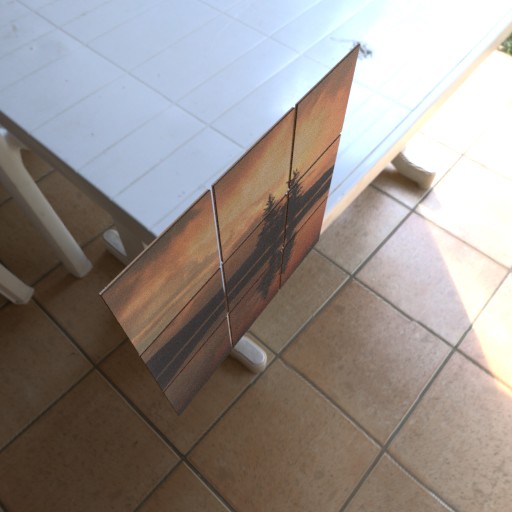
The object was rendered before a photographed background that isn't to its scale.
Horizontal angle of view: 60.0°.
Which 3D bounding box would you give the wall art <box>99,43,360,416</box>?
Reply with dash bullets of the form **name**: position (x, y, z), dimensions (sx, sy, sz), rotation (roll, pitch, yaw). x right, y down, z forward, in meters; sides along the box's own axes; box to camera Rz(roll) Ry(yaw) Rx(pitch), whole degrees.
- **wall art**: position (0.000, 0.000, 2.249), dimensions (0.013, 1.525, 1.520), rotation (32, 63, 18)
